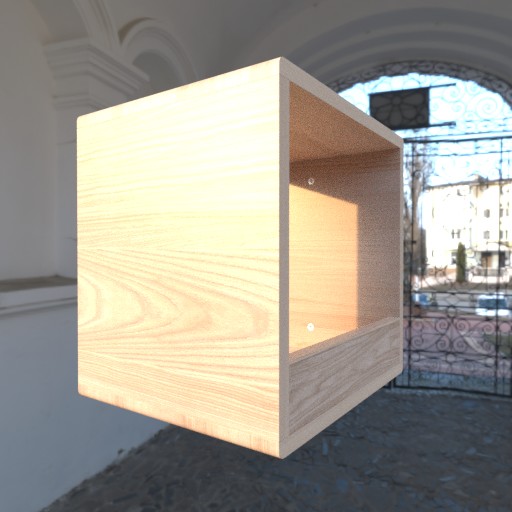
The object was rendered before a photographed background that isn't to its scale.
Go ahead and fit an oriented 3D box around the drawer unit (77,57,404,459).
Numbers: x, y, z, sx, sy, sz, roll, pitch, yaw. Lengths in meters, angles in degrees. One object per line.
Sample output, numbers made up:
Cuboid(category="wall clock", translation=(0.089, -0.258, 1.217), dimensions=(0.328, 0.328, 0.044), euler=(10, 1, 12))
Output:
Cuboid(category="drawer unit", translation=(0.000, 0.000, 0.598), dimensions=(0.290, 0.344, 0.344), euler=(0, 1, 35))
